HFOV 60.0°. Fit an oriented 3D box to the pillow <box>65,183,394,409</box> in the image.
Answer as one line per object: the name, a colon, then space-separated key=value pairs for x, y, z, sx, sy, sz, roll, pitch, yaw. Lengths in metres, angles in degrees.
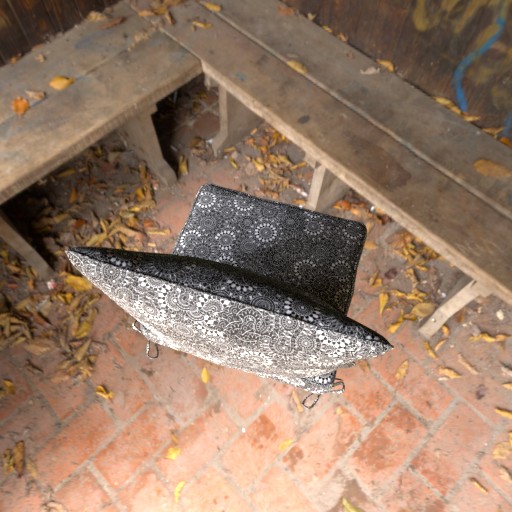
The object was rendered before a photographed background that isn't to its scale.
pillow: x=0.000 y=0.000 z=1.404 sx=0.798 sy=0.722 sz=0.740 roll=16 pitch=65 yaw=8
